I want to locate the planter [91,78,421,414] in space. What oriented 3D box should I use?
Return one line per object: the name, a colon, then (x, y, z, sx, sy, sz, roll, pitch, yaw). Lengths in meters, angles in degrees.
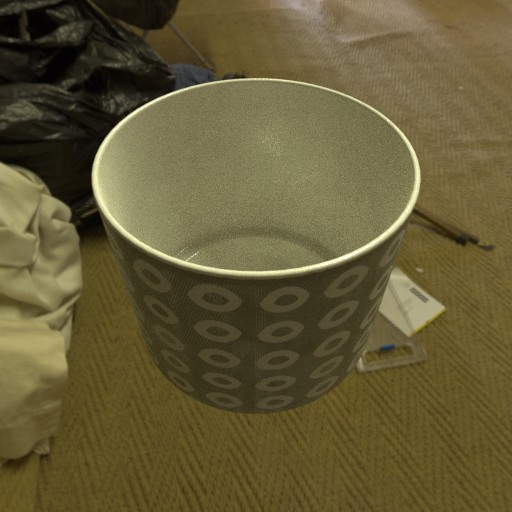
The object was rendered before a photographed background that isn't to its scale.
planter: (0.000, 0.000, 0.329, 0.190, 0.181, 0.190, 0, 48, 0)
